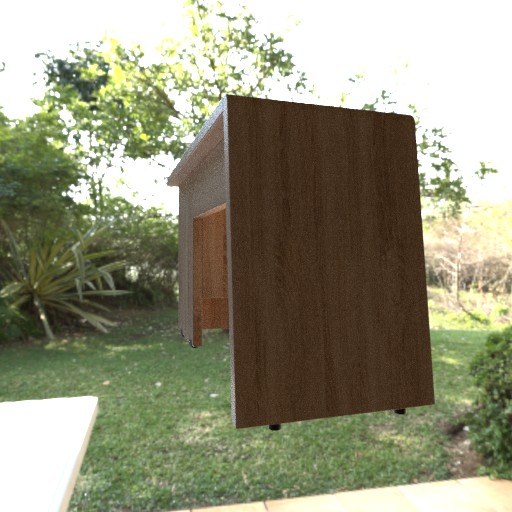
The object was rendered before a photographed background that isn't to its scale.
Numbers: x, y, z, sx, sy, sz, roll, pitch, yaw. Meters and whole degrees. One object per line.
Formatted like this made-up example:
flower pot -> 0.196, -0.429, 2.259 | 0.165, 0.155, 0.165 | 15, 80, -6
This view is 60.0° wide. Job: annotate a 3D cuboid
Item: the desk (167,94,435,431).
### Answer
desk -> 0.000, 0.000, 1.618 | 0.500, 0.750, 1.300 | 0, 0, -18
